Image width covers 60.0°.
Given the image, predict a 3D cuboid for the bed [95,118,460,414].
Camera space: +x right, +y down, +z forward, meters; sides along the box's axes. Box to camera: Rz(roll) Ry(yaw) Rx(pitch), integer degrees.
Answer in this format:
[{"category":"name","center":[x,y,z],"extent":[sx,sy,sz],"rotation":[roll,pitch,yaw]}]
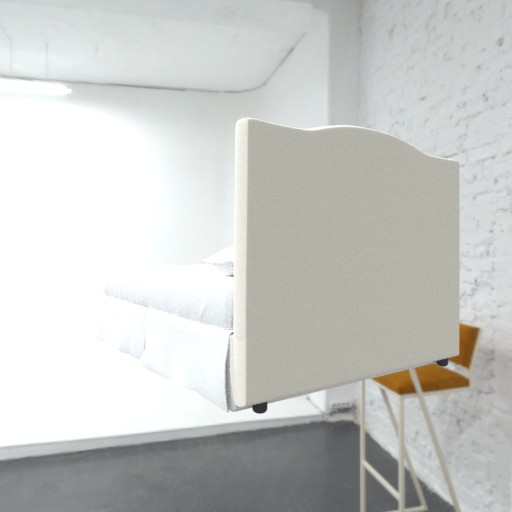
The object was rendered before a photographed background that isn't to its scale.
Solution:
[{"category":"bed","center":[0.000,0.000,3.382],"extent":[1.821,1.436,2.282],"rotation":[0,1,-35]}]
